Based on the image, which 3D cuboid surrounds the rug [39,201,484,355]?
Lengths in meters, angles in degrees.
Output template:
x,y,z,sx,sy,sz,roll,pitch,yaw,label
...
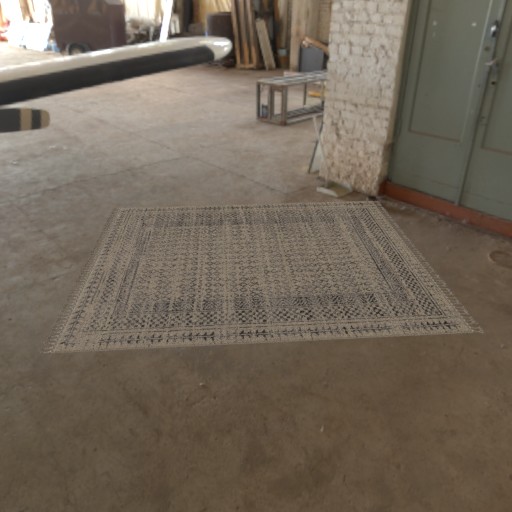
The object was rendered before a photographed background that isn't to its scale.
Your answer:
x,y,z,sx,sy,sz,roll,pitch,yaw,label
0.000,0.000,3.878,2.940,0.013,2.312,-2,30,-4,rug
